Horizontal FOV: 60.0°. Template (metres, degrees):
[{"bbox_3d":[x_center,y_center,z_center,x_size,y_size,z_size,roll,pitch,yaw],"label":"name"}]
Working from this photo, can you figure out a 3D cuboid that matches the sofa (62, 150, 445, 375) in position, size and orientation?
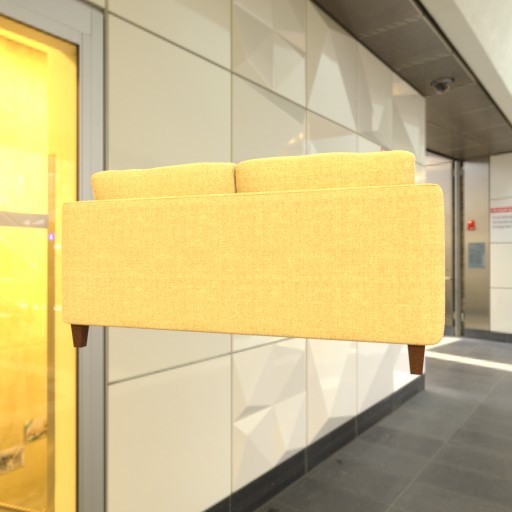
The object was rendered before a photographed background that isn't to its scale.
[{"bbox_3d":[0.000,0.000,2.467,1.884,0.963,0.950,0,0,19],"label":"sofa"}]
